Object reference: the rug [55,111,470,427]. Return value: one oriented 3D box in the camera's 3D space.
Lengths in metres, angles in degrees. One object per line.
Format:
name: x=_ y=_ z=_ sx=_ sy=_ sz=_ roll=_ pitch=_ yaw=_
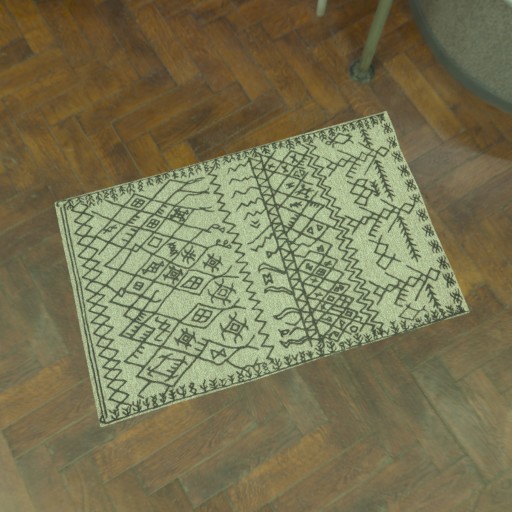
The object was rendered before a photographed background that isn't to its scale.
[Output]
rug: x=0.000 y=0.000 z=4.645 sx=3.824 sy=0.019 sz=2.393 roll=-16 pitch=77 yaw=-4
